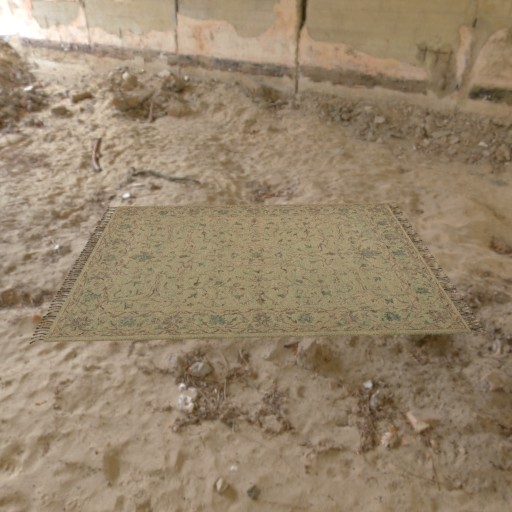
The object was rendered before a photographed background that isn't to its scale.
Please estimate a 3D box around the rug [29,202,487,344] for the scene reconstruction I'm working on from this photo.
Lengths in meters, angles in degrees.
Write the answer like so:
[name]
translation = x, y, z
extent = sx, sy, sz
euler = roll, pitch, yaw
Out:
[rug]
translation = 0.000, 0.000, 2.258
extent = 1.802, 0.008, 1.247
euler = -1, 32, -1
